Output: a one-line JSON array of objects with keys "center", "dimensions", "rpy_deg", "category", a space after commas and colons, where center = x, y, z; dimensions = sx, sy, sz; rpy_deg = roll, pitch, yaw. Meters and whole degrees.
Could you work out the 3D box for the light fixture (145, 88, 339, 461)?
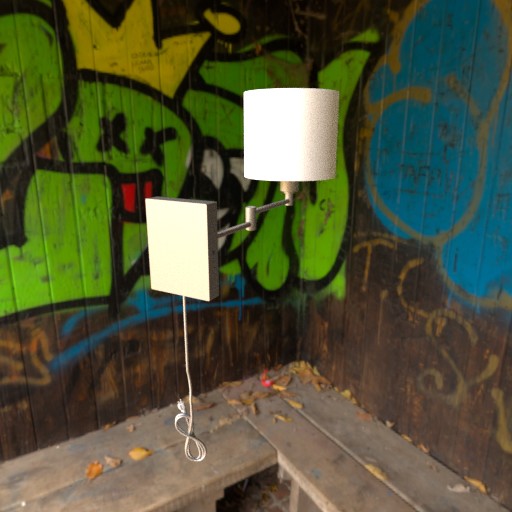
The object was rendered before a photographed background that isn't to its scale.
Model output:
[{"center": [0.000, 0.000, 0.908], "dimensions": [0.203, 0.651, 0.516], "rpy_deg": [8, 18, 28], "category": "light fixture"}]
